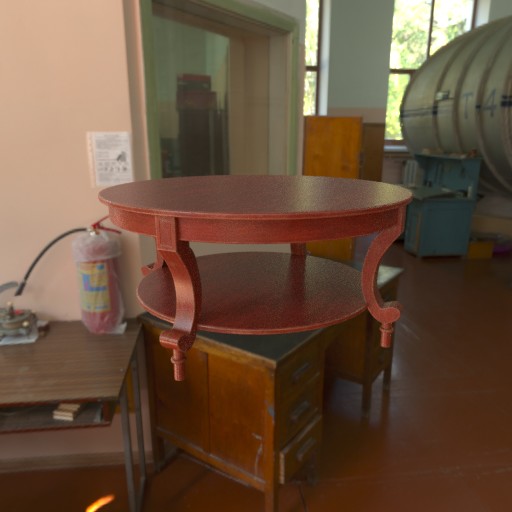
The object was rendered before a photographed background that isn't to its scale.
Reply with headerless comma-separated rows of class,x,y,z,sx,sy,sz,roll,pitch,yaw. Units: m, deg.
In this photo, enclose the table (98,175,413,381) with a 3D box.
table,0.000,0.000,1.585,1.029,0.486,1.029,0,15,0
